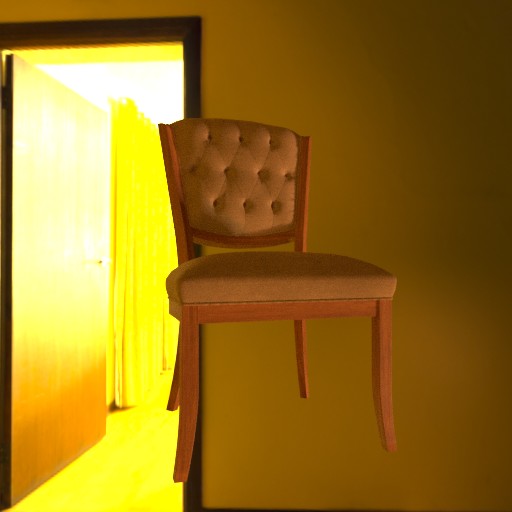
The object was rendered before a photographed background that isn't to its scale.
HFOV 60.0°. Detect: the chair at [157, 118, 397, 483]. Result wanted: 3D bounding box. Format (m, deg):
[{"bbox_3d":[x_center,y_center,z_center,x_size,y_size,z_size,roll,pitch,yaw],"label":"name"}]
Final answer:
[{"bbox_3d":[0.000,0.000,1.224,0.513,0.905,0.584,0,-1,-17],"label":"chair"}]
